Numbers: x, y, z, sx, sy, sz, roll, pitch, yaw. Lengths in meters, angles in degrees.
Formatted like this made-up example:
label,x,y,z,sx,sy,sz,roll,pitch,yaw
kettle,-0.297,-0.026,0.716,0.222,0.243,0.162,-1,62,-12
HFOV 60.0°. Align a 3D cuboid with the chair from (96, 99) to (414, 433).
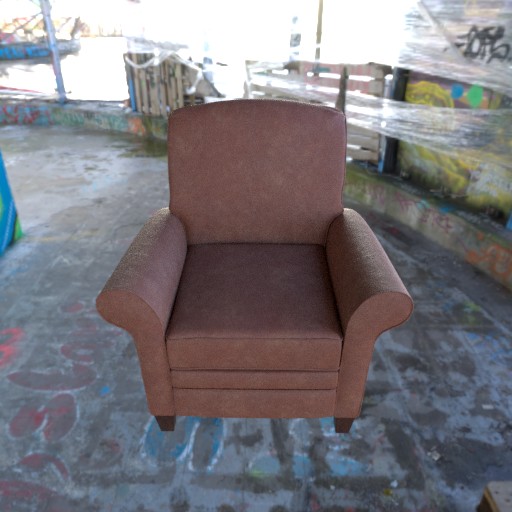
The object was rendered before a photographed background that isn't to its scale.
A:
label,x,y,z,sx,sy,sz,roll,pitch,yaw
chair,0.000,0.000,1.768,0.978,1.061,0.902,0,29,1
